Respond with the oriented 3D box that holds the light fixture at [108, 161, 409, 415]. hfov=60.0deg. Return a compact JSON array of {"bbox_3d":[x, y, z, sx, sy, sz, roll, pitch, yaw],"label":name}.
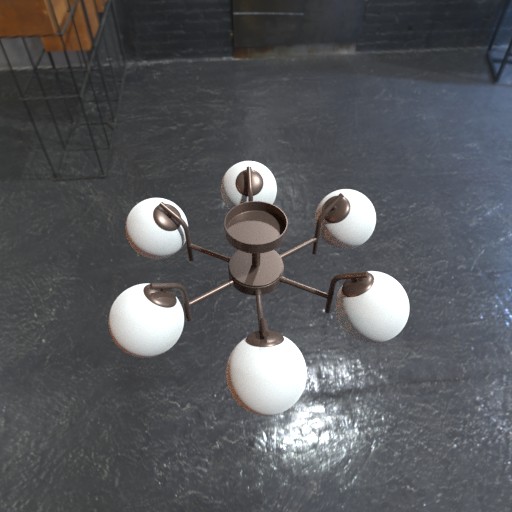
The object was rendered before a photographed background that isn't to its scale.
[{"bbox_3d":[0.000,0.000,0.950,0.662,0.201,0.662,0,48,0],"label":"light fixture"}]
